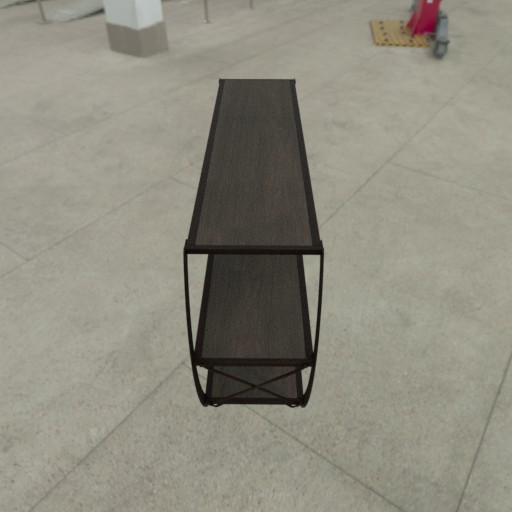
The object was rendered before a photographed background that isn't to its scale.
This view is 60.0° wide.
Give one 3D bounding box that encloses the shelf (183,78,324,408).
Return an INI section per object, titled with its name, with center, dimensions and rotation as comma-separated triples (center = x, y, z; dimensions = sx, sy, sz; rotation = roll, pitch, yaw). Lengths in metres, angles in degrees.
[shelf]
center = 0.000, 0.000, 1.873
dimensions = 0.344, 1.063, 1.403
rotation = 0, 41, 0
